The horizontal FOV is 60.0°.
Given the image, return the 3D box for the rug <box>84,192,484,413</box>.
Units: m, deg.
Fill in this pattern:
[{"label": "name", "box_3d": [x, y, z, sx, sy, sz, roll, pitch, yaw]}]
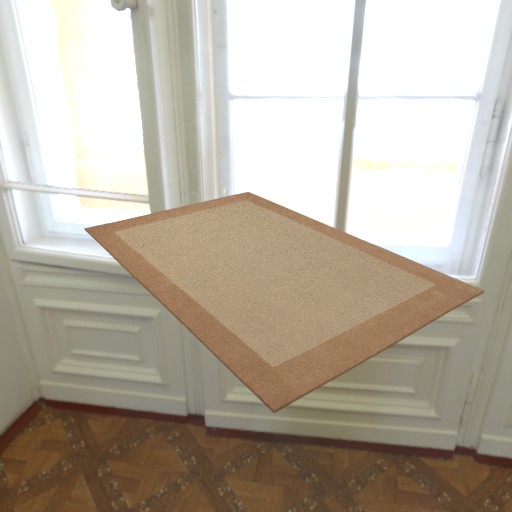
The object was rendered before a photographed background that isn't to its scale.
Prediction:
[{"label": "rug", "box_3d": [0.000, 0.000, 2.338, 1.219, 0.014, 1.829, -18, 31, -32]}]
